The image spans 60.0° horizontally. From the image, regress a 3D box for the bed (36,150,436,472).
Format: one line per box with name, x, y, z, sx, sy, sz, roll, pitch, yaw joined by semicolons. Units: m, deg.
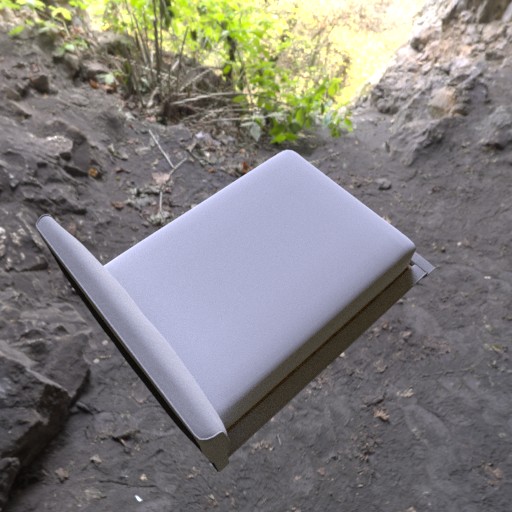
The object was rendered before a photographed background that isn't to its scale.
bed;0.000;0.000;3.357;2.368;1.067;1.840;-36;64;-21
